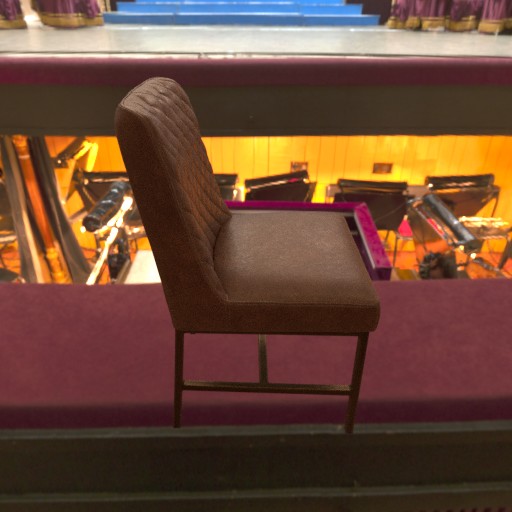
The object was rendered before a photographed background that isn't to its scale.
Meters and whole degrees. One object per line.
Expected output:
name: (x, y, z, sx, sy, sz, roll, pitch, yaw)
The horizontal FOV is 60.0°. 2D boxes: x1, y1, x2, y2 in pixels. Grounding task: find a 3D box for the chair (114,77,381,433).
chair: (0.000, 0.000, 1.236, 0.587, 0.889, 0.508, 0, 30, -1)
